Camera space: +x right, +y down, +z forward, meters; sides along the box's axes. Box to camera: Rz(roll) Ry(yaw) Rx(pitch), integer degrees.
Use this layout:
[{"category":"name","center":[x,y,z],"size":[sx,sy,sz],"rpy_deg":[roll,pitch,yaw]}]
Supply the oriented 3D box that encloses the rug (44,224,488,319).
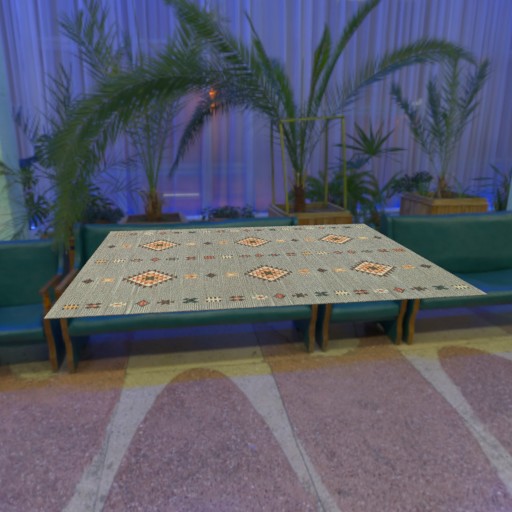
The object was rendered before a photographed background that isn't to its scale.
[{"category":"rug","center":[0.000,0.000,4.143],"size":[3.035,0.008,2.425],"rpy_deg":[-2,17,-8]}]
